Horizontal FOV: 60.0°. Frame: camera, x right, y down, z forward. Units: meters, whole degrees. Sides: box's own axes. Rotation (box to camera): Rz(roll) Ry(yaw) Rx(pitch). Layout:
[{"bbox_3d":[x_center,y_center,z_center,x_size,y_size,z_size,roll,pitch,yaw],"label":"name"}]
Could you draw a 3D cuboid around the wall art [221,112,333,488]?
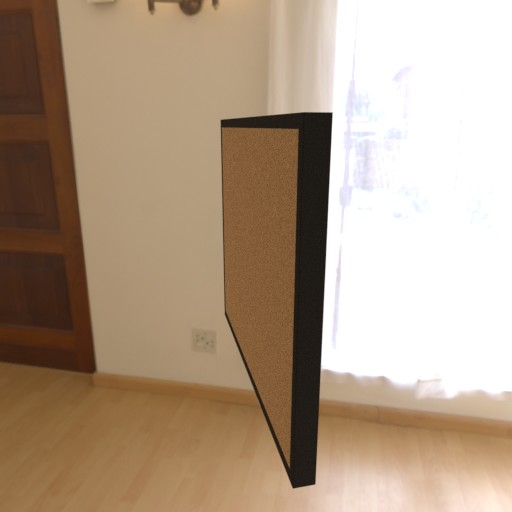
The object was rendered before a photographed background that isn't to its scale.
[{"bbox_3d":[0.000,0.000,0.760,0.030,0.454,0.554,-4,17,-12],"label":"wall art"}]
